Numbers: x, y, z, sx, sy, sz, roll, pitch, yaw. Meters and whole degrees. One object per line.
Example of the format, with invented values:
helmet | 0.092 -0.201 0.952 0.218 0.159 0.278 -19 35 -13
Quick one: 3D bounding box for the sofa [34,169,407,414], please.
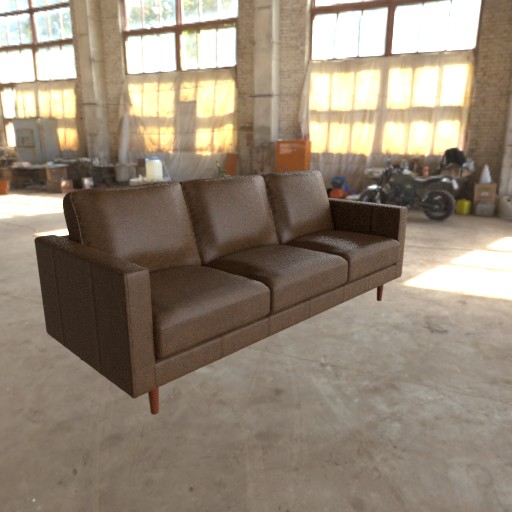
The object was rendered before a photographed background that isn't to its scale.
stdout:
sofa | 0.000 0.000 2.717 0.903 0.930 2.231 14 21 43
